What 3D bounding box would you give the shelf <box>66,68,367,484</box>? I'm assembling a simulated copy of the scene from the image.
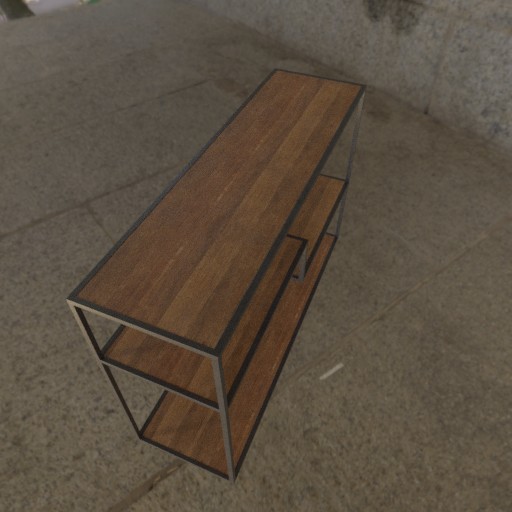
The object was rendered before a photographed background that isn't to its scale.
[{"bbox_3d":[0.000,0.000,1.537,0.361,0.765,1.201,17,49,16],"label":"shelf"}]
